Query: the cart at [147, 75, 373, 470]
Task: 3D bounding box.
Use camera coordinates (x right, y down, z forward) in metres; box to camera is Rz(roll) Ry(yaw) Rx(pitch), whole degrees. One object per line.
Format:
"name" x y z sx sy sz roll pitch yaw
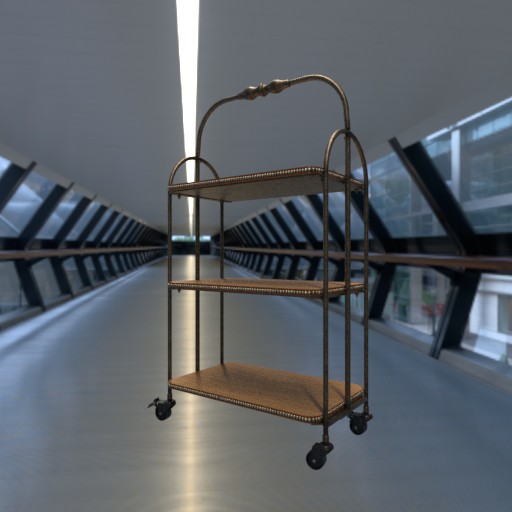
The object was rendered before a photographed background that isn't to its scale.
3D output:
"cart" 0.000 0.000 1.371 0.650 1.052 0.330 0 0 36
